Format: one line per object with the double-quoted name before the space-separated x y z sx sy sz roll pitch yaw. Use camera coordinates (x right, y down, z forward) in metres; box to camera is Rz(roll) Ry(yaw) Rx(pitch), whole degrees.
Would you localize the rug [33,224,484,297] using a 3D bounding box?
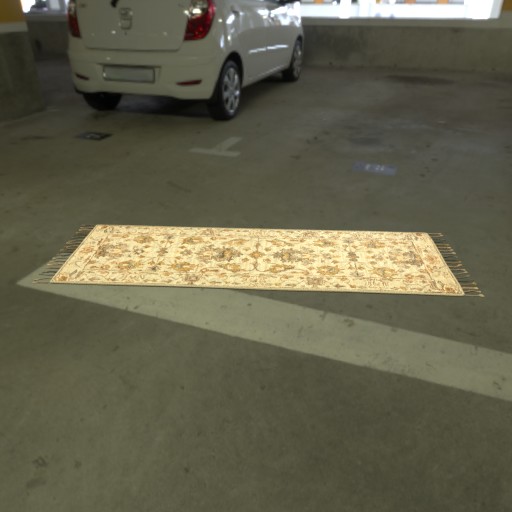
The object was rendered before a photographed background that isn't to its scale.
"rug" 0.000 0.000 2.683 2.438 0.021 0.729 2 30 3
